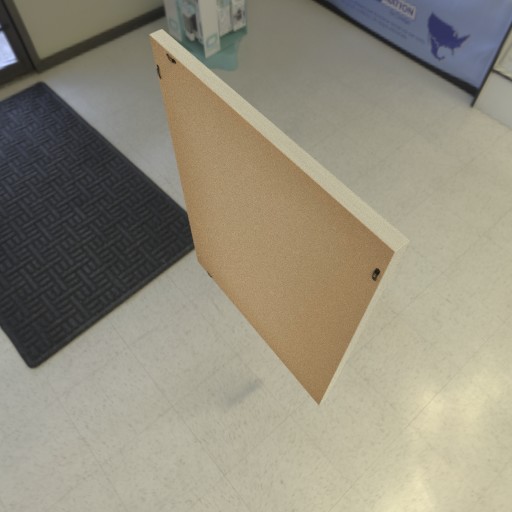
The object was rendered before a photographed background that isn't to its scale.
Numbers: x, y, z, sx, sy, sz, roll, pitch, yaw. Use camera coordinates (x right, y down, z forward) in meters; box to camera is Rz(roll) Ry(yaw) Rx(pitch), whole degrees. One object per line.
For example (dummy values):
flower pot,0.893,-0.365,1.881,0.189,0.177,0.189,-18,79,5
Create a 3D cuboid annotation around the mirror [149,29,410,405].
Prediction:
mirror,0.000,0.000,1.307,0.040,1.016,0.762,-34,64,-19
